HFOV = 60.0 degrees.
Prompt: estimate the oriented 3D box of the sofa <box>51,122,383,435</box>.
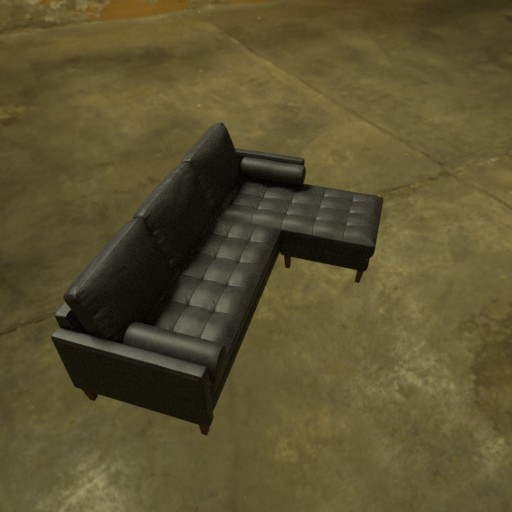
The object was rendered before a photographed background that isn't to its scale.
[{"bbox_3d":[0.000,0.000,2.932,1.497,0.876,2.178,12,42,13],"label":"sofa"}]
